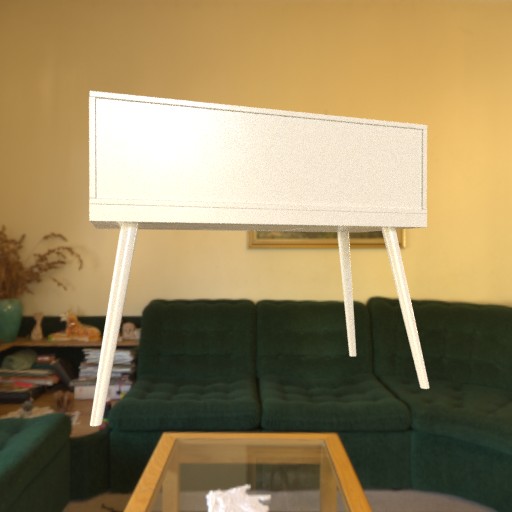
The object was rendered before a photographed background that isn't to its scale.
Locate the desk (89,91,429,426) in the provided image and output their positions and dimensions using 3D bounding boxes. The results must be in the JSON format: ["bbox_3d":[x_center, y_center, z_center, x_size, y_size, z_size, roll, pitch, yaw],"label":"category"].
[{"bbox_3d":[0.000,0.000,1.739,1.199,0.990,0.559,0,1,-18],"label":"desk"}]
